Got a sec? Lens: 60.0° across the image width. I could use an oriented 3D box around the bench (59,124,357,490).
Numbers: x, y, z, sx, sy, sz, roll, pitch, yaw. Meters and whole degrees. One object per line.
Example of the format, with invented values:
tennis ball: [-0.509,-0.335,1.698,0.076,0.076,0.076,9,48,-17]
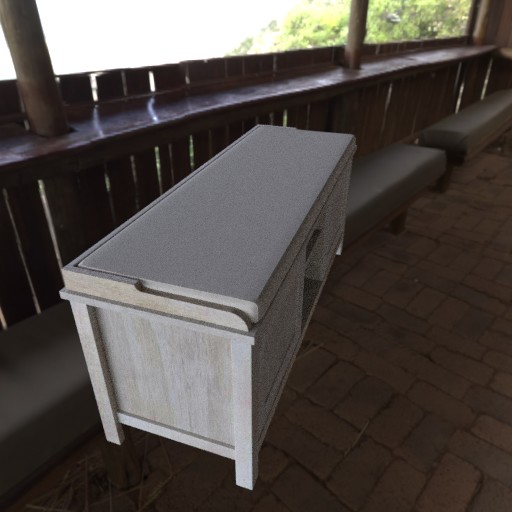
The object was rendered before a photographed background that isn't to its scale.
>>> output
bench: [0.000,0.000,1.359,0.398,0.501,1.140,10,32,17]
